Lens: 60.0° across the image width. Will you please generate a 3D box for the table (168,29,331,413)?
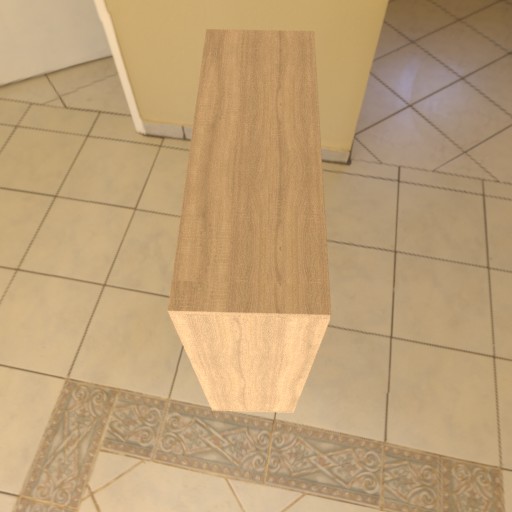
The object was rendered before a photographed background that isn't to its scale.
[{"bbox_3d":[0.000,0.000,1.948,0.398,1.388,1.111,1,60,1],"label":"table"}]
